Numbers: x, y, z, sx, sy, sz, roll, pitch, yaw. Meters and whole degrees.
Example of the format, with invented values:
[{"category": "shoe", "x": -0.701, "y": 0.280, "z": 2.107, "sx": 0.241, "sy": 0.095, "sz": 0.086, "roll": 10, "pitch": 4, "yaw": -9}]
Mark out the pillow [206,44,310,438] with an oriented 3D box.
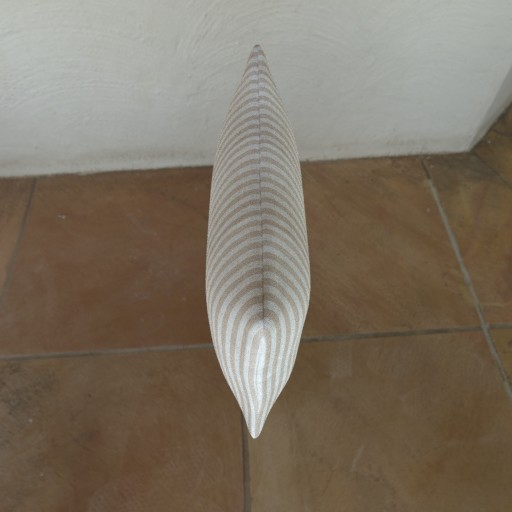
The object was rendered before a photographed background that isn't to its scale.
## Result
[{"category": "pillow", "x": 0.000, "y": 0.000, "z": 0.801, "sx": 0.166, "sy": 0.510, "sz": 0.523, "roll": 0, "pitch": 56, "yaw": 0}]
